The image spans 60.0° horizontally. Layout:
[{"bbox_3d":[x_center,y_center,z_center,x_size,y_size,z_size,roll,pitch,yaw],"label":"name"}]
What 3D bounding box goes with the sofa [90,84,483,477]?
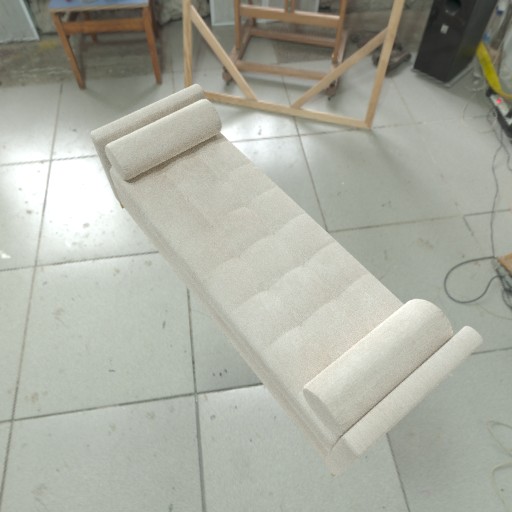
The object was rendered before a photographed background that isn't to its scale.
[{"bbox_3d":[0.000,0.000,2.248,0.686,0.635,1.981,-33,63,-20],"label":"sofa"}]
